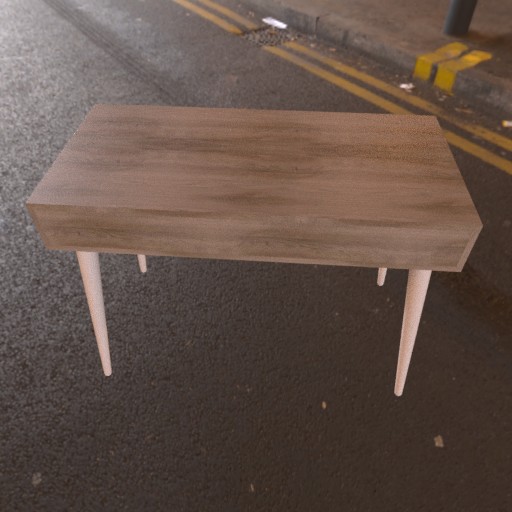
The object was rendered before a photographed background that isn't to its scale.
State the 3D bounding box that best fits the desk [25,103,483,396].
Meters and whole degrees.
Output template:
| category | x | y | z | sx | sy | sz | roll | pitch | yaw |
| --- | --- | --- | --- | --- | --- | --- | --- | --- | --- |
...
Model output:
| category | x | y | z | sx | sy | sz | roll | pitch | yaw |
| --- | --- | --- | --- | --- | --- | --- | --- | --- | --- |
| desk | 0.000 | 0.000 | 1.365 | 0.979 | 0.723 | 0.491 | 3 | 45 | 3 |
